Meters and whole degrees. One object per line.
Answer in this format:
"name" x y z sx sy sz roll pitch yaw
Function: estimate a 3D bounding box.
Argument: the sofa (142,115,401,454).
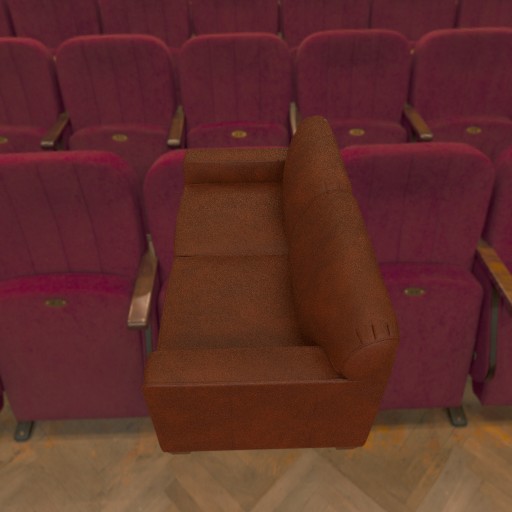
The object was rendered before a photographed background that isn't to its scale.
"sofa" 0.000 0.000 2.467 1.000 0.966 1.856 -1 42 -1
